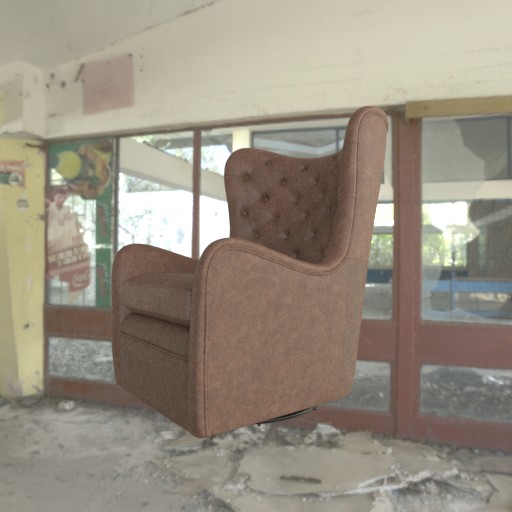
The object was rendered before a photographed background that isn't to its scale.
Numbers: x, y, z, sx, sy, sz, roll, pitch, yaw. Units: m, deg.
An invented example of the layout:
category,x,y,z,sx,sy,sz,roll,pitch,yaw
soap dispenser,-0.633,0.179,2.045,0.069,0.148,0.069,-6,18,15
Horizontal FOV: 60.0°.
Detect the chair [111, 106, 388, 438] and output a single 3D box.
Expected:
category,x,y,z,sx,sy,sz,roll,pitch,yaw
chair,0.000,0.000,1.765,0.930,1.079,0.831,0,0,-37
